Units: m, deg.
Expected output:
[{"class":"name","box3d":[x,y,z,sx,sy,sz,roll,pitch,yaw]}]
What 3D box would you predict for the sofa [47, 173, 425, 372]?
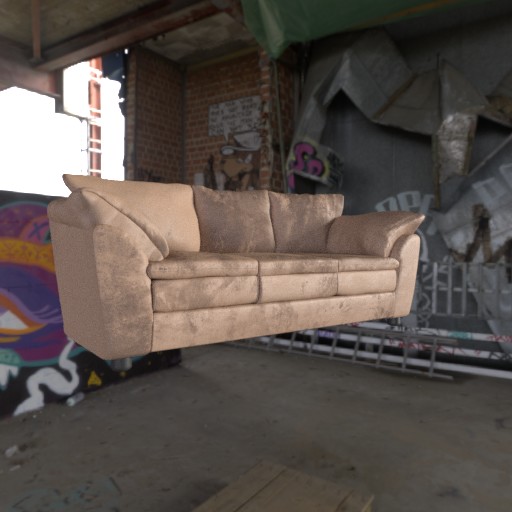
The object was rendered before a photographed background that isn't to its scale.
[{"class":"sofa","box3d":[0.000,0.000,2.800,2.377,0.981,0.893,-1,1,-36]}]
